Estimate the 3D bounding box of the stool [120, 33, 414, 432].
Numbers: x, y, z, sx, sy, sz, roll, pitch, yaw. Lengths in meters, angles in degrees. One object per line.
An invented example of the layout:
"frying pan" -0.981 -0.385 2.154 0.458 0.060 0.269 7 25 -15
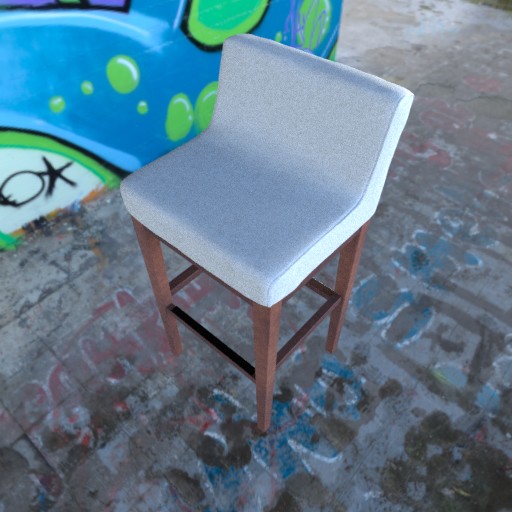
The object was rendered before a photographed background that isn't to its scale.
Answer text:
"stool" 0.000 0.000 1.310 0.511 1.037 0.500 33 55 27
